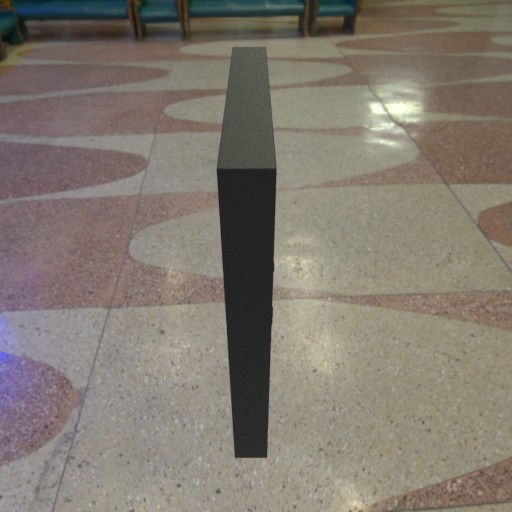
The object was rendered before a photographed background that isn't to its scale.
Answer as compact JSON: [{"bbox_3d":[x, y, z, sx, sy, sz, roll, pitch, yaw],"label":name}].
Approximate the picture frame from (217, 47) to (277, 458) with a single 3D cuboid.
[{"bbox_3d":[0.000,0.000,0.281,0.028,0.208,0.157,0,39,0],"label":"picture frame"}]
